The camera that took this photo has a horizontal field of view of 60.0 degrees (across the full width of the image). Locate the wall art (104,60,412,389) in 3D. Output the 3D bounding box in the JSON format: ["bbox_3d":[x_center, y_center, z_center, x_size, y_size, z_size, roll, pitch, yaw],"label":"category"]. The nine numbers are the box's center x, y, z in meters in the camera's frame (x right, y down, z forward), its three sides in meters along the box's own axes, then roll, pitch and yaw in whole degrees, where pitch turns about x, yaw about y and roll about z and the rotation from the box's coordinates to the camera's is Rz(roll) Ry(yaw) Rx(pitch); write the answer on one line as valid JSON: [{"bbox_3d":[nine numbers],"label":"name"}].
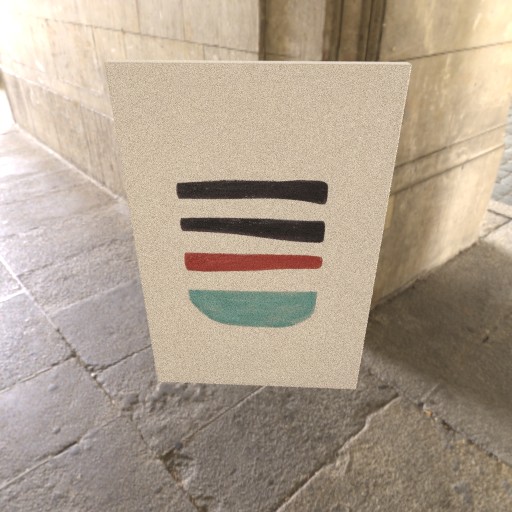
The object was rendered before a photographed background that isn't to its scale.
[{"bbox_3d":[0.000,0.000,1.127,0.607,0.912,0.038,2,32,2],"label":"wall art"}]
